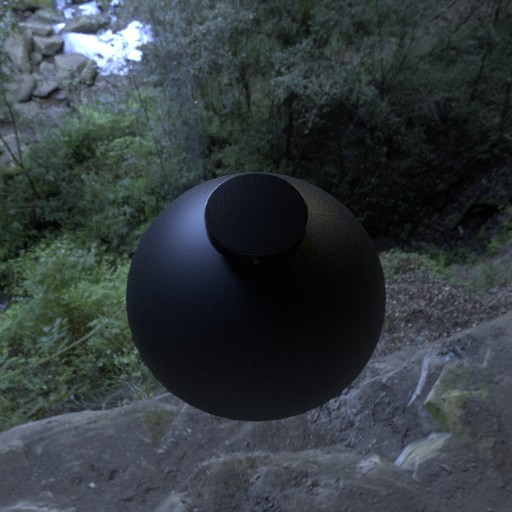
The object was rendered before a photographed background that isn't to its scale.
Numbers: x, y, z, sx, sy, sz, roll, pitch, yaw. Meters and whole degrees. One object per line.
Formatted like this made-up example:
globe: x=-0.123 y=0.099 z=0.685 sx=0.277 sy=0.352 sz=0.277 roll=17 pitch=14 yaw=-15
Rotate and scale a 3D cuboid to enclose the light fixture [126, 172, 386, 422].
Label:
light fixture: x=0.000 y=0.000 z=0.549 sx=0.355 sy=0.177 sz=0.355 roll=0 pitch=57 yaw=0
